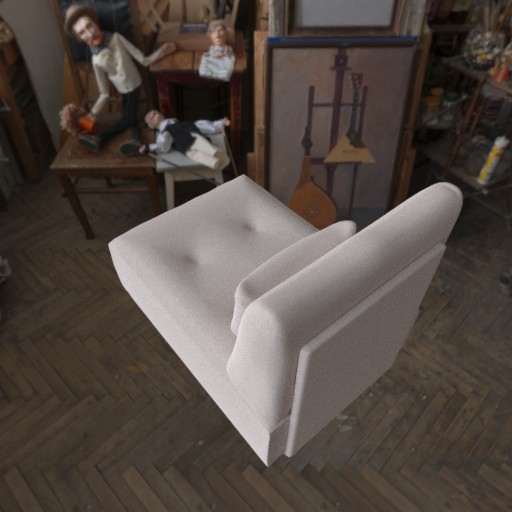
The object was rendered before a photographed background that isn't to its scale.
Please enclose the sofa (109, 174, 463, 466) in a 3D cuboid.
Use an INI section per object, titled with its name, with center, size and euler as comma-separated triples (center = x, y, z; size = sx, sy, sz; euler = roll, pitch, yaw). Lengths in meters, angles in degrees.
[sofa]
center = 0.000, 0.000, 1.551
size = 0.700, 0.820, 1.000
euler = -31, 54, -26
